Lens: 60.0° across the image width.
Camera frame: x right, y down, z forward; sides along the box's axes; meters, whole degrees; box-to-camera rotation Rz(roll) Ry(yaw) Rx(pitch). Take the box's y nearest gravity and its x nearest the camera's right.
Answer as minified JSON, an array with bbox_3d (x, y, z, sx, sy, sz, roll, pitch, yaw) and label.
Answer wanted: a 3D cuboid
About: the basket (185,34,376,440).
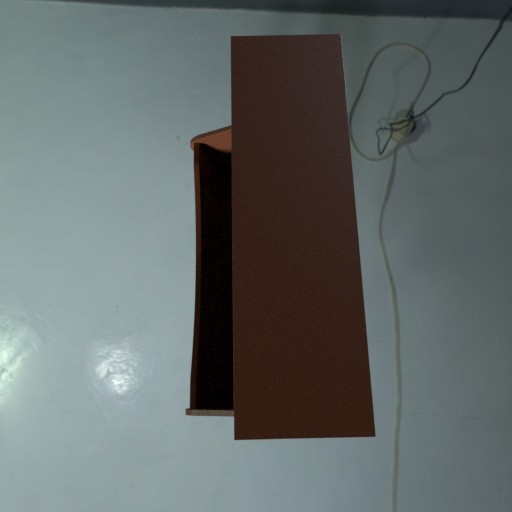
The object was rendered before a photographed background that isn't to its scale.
[{"bbox_3d":[0.000,0.000,1.131,0.376,0.625,0.792,-1,75,0],"label":"basket"}]
